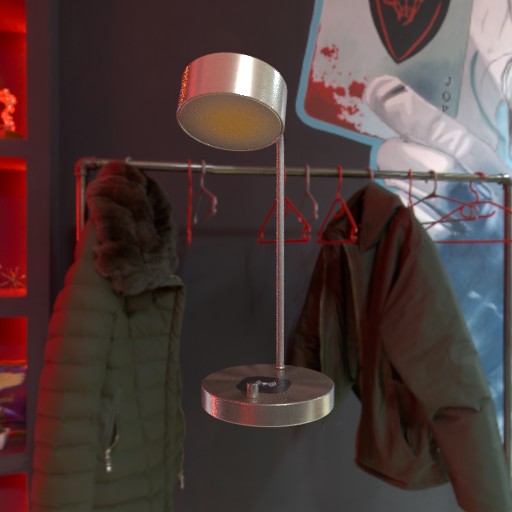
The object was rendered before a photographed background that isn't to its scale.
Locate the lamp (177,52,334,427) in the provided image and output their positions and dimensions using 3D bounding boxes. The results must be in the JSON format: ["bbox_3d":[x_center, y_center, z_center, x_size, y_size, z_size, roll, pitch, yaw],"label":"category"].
[{"bbox_3d":[0.000,0.000,0.650,0.211,0.469,0.334,0,1,18],"label":"lamp"}]
